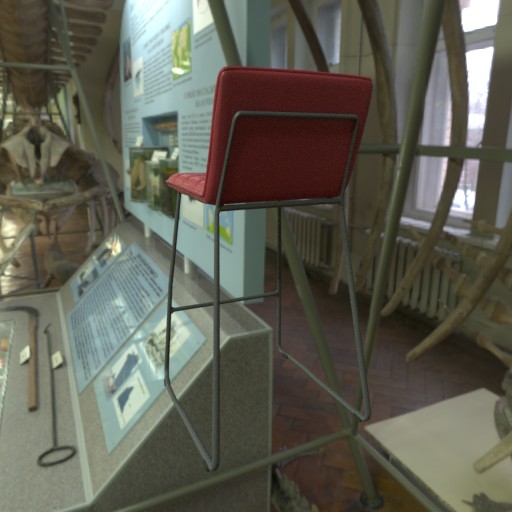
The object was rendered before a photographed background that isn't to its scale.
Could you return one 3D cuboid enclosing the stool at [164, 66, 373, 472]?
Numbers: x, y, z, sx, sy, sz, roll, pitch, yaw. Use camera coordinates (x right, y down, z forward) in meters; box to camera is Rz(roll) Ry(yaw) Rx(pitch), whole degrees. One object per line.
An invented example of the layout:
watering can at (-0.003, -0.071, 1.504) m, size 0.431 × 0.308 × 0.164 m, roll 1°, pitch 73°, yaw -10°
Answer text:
stool at (0.000, 0.000, 1.278) m, size 0.489 × 0.937 × 0.524 m, roll -7°, pitch 16°, yaw -25°
